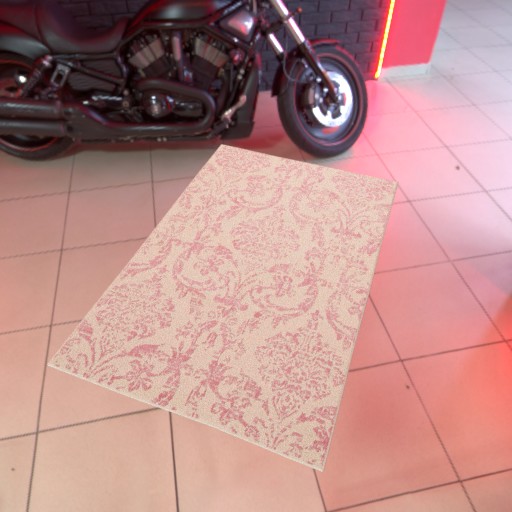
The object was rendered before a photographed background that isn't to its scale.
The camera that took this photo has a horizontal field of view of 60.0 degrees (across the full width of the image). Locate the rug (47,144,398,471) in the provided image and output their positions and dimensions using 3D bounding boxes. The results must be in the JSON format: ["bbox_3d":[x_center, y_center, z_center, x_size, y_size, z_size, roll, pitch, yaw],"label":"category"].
[{"bbox_3d":[0.000,0.000,2.340,1.219,0.012,1.839,15,48,14],"label":"rug"}]
